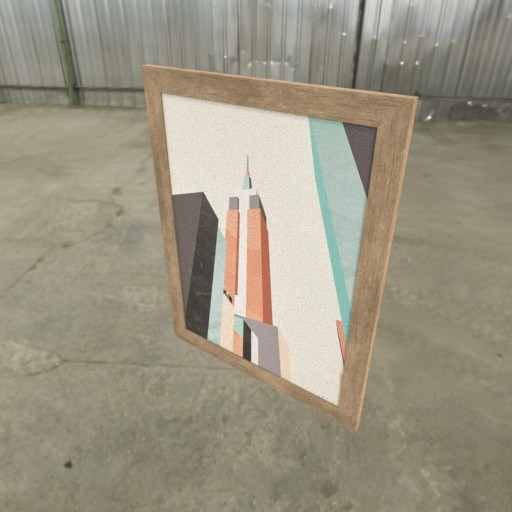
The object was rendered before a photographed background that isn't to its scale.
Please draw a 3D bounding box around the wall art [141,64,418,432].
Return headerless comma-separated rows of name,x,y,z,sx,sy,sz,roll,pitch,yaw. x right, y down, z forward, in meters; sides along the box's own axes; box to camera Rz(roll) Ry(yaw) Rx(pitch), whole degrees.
wall art,0.000,0.000,0.911,0.534,0.686,0.018,20,36,30
